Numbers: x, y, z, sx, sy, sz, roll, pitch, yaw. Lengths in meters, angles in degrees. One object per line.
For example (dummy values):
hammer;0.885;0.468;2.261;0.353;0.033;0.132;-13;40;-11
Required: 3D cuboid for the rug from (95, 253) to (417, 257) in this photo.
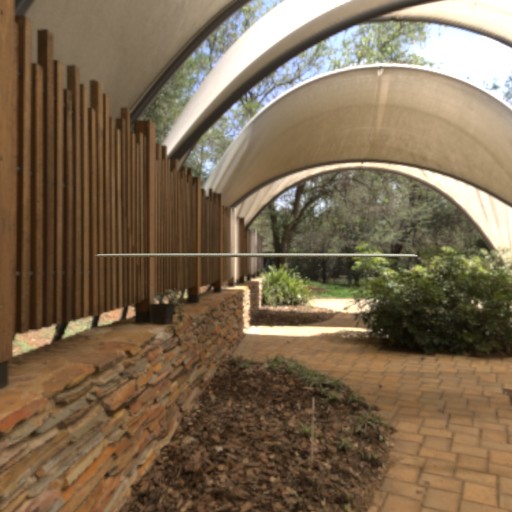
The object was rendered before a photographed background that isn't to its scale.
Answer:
rug;0.000;0.000;2.325;1.593;0.012;1.593;0;0;0
